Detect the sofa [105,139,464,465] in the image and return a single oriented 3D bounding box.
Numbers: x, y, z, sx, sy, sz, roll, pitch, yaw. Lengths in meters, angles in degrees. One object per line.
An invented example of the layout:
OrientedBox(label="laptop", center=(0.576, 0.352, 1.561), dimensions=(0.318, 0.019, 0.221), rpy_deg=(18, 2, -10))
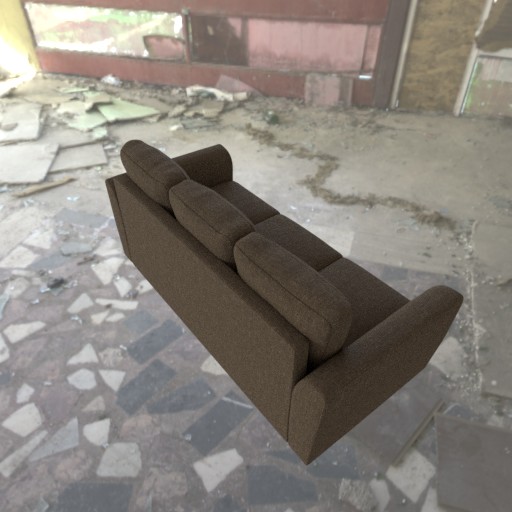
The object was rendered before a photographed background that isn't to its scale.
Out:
OrientedBox(label="sofa", center=(0.000, 0.000, 2.346), dimensions=(0.837, 0.891, 1.847), rpy_deg=(-26, 46, -28))
